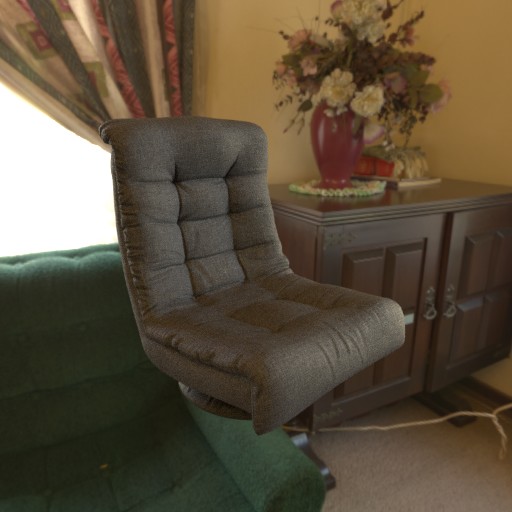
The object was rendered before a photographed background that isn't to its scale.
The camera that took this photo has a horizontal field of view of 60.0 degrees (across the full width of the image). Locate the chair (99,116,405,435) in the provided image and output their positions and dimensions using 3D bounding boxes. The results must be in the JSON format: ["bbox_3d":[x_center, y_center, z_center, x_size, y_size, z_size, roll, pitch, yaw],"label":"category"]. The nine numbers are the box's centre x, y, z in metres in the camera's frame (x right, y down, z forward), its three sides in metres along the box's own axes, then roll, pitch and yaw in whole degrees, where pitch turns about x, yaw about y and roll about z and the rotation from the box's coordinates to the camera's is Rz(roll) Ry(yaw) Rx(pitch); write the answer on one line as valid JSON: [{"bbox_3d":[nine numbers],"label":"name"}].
[{"bbox_3d":[0.000,0.000,1.218,0.668,0.749,0.597,15,21,43],"label":"chair"}]
